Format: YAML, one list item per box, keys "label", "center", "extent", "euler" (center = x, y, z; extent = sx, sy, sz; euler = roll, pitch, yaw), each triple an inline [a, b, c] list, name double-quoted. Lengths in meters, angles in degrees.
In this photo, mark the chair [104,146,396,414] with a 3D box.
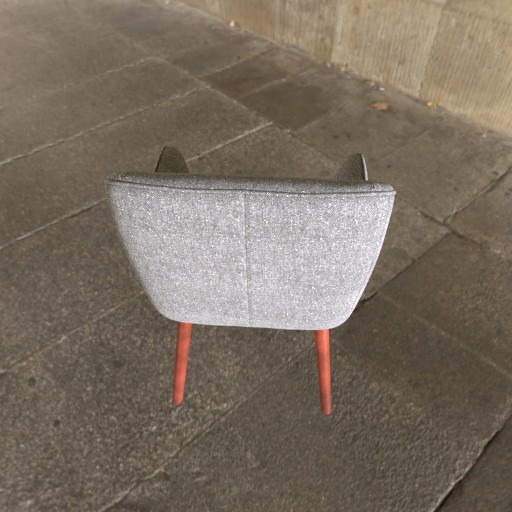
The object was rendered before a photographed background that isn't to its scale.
- label: "chair"
  center: [0.000, 0.000, 1.126]
  extent: [0.543, 0.803, 0.519]
  euler: [3, 46, 3]
